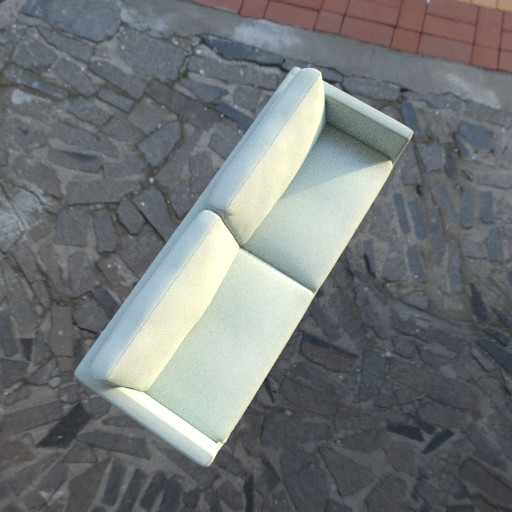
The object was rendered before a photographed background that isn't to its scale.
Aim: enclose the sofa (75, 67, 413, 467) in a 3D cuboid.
[{"bbox_3d":[0.000,0.000,2.949,0.948,0.965,2.434,32,78,8],"label":"sofa"}]
